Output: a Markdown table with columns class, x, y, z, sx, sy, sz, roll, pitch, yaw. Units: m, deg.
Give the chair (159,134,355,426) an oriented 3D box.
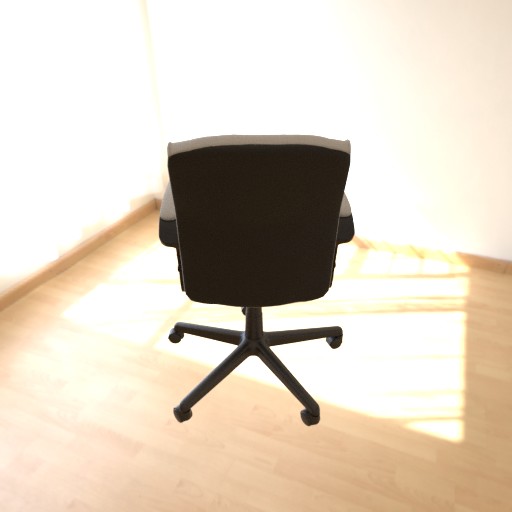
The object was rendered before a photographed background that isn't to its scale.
| class | x | y | z | sx | sy | sz | roll | pitch | yaw |
| --- | --- | --- | --- | --- | --- | --- | --- | --- | --- |
| chair | 0.000 | 0.000 | 1.540 | 0.739 | 1.004 | 0.717 | -1 | 30 | -2 |
